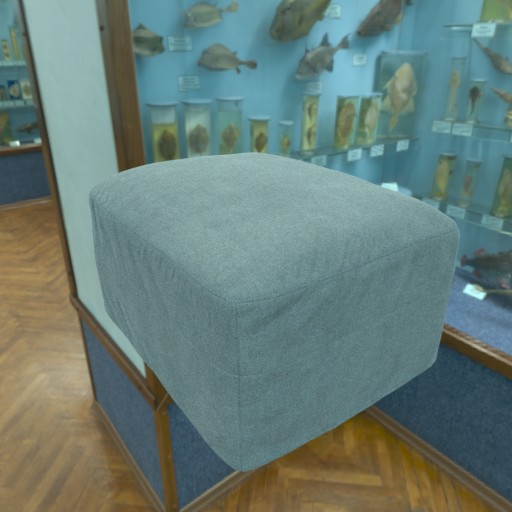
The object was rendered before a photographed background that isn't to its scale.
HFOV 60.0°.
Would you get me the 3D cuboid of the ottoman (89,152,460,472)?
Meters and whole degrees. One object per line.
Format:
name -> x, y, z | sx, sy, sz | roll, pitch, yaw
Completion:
ottoman -> 0.000, 0.000, 1.223 | 0.683, 0.481, 0.837 | -17, 30, -32
